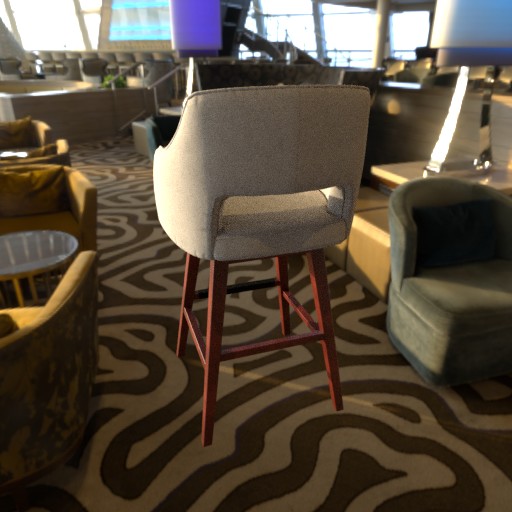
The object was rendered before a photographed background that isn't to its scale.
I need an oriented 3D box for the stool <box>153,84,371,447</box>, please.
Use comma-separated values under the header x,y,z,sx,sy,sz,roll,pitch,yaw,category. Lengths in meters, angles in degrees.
x,y,z,sx,sy,sz,roll,pitch,yaw,category
0.000,0.000,1.360,0.548,1.012,0.558,-8,26,-17,stool
